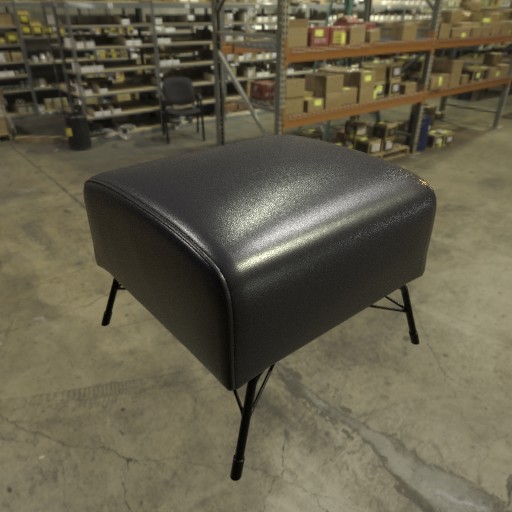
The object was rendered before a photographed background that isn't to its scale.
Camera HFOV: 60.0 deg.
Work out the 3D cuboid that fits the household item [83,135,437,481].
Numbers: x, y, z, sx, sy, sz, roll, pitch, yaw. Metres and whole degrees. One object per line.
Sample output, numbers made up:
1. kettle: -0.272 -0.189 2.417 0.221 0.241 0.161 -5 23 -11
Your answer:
1. household item: 0.000 0.000 0.930 0.530 0.410 0.530 -22 36 -34
